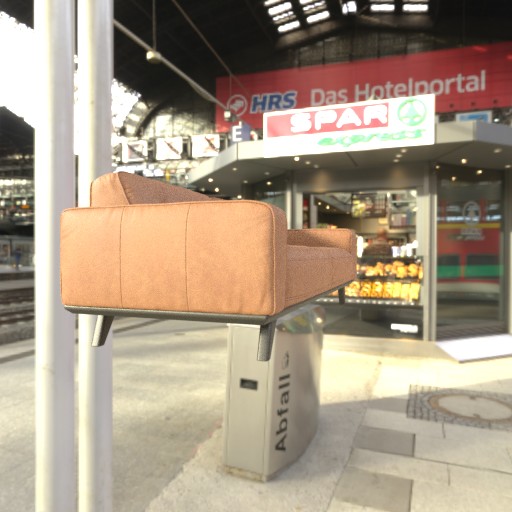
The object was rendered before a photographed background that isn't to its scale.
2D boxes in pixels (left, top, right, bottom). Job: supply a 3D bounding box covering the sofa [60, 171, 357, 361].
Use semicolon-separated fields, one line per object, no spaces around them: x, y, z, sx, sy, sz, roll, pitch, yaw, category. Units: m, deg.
0.000;0.000;2.721;0.953;0.780;2.270;0;0;20;sofa
